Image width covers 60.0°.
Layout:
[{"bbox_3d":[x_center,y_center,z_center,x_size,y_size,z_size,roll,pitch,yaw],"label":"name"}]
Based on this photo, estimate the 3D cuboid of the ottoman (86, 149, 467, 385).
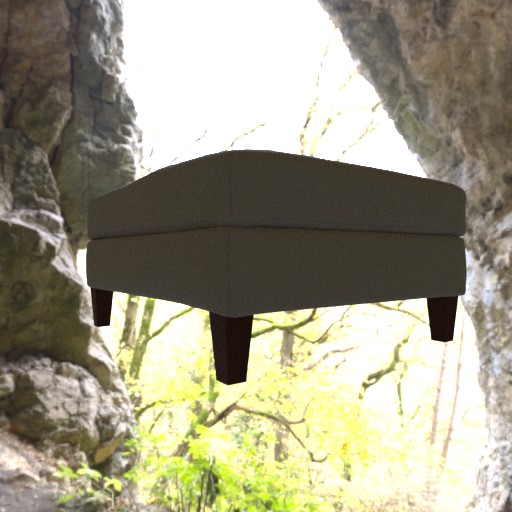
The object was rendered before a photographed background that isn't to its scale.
[{"bbox_3d":[0.000,0.000,1.425,0.836,0.492,0.976,0,0,-36],"label":"ottoman"}]
